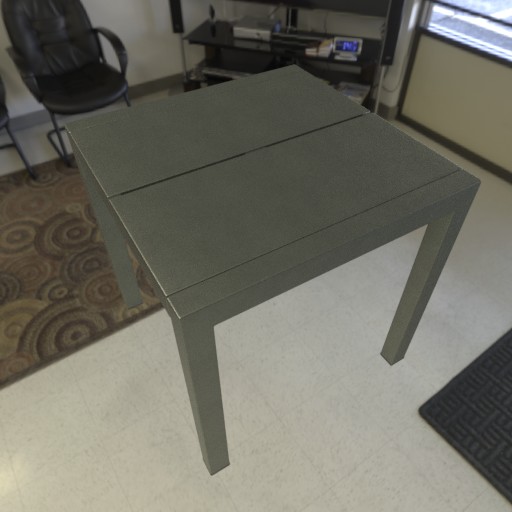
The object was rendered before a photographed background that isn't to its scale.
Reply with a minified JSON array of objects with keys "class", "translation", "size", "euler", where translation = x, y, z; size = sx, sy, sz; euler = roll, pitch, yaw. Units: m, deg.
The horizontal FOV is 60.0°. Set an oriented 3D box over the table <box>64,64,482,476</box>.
[{"class":"table","translation":[0.000,0.000,0.920],"size":[0.508,0.508,0.508],"euler":[-23,50,-21]}]
